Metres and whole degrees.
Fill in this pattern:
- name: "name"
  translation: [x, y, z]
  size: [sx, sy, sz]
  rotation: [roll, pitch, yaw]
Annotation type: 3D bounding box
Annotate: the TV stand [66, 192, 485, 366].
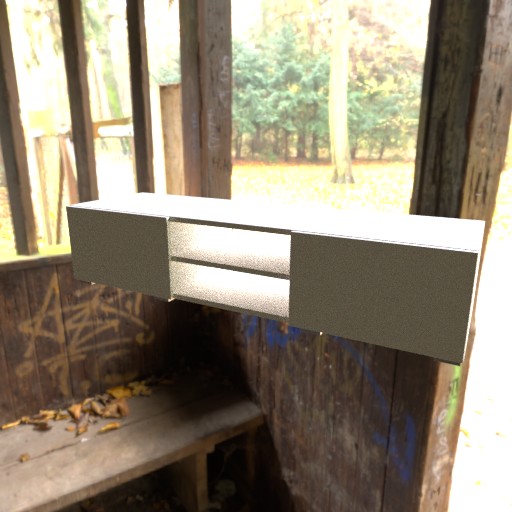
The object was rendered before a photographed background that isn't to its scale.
- name: "TV stand"
  translation: [0.000, 0.000, 1.568]
  size: [1.400, 0.310, 0.420]
  rotation: [8, 18, 27]
